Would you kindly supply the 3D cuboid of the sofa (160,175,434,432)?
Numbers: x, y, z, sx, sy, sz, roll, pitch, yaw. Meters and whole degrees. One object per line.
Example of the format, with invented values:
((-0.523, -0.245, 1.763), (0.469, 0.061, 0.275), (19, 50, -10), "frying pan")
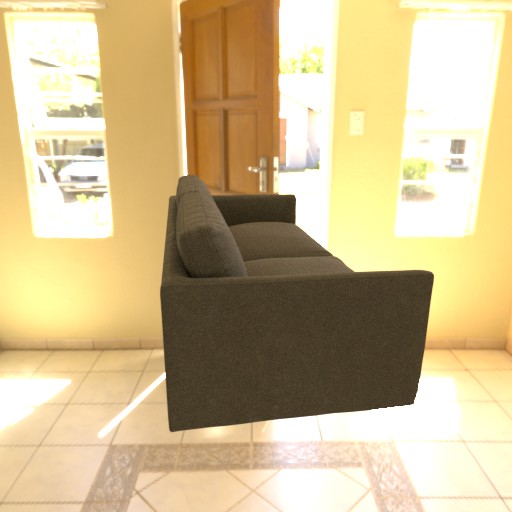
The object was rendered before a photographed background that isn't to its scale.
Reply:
((0.000, 0.000, 2.795), (1.092, 0.838, 2.257), (-3, 16, -9), "sofa")
